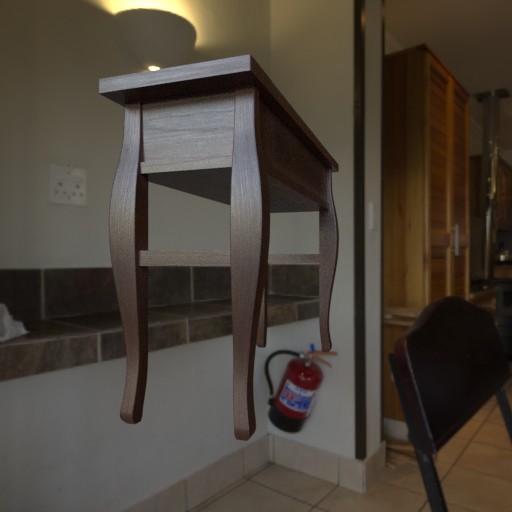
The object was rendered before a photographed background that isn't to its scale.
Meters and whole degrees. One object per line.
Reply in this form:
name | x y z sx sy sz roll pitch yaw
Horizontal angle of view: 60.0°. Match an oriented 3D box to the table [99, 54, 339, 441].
table | 0.000 0.000 1.409 0.373 0.768 1.062 0 0 20
